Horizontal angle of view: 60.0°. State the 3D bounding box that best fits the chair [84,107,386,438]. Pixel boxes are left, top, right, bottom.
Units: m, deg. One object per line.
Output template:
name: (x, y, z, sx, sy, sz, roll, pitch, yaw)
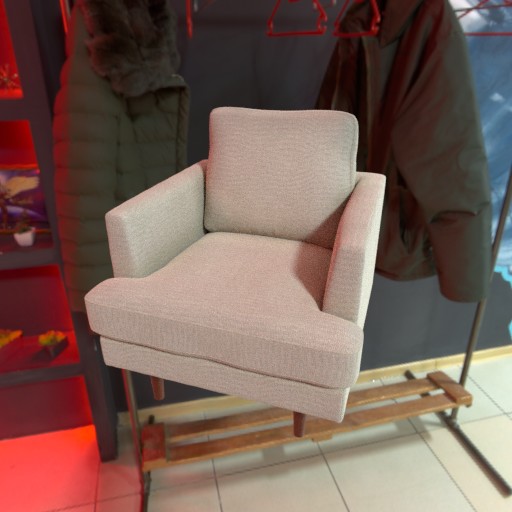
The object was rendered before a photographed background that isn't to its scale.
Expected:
chair: (0.000, 0.000, 1.619, 0.858, 0.957, 0.899, 8, 27, 17)
